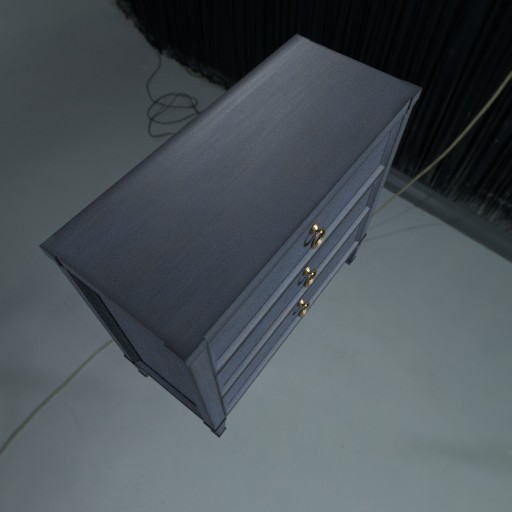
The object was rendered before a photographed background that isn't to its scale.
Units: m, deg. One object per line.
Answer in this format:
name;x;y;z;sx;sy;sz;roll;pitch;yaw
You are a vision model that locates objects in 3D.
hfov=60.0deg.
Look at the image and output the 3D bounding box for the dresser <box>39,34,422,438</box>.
dresser;0.000;0.000;1.587;0.463;0.986;1.049;33;64;19
